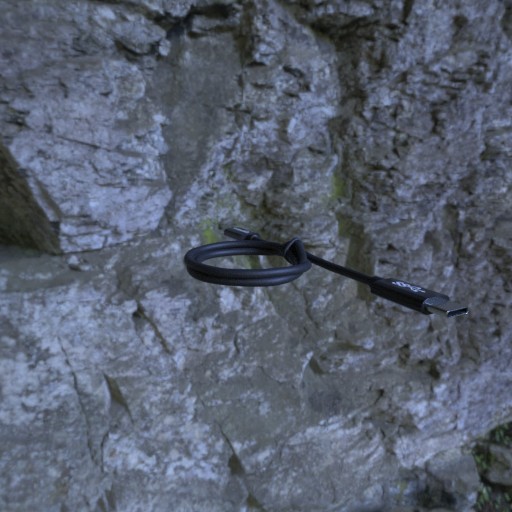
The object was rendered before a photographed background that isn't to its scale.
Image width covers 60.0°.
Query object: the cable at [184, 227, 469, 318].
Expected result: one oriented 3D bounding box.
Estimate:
[{"bbox_3d":[0.000,0.000,0.215,0.070,0.014,0.186,-7,15,-28],"label":"cable"}]
